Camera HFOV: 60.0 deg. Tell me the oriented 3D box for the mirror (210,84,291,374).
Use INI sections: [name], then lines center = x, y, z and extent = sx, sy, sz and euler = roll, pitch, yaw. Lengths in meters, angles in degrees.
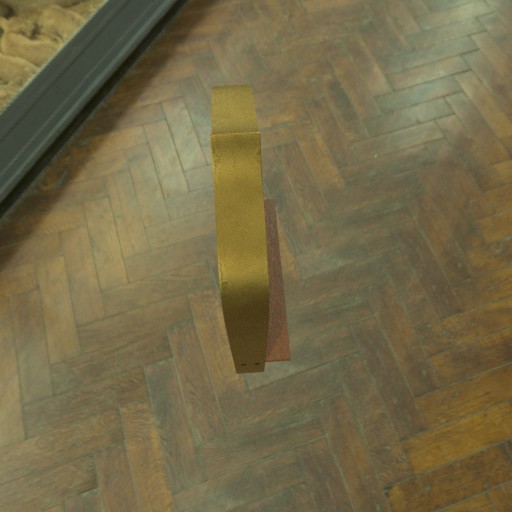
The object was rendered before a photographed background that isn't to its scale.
[mirror]
center = 0.000, 0.000, 0.736
extent = 0.096, 0.613, 0.323
euler = -4, 65, -2
